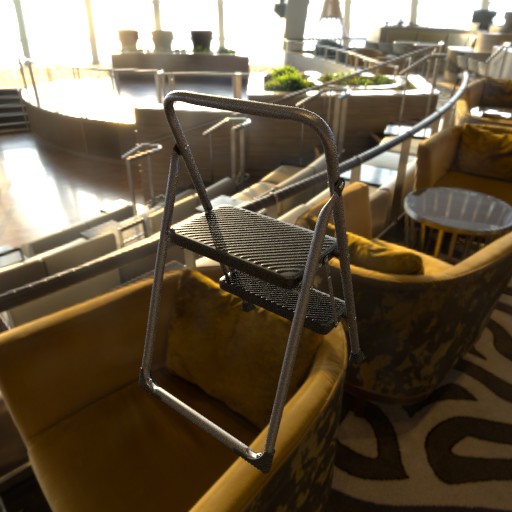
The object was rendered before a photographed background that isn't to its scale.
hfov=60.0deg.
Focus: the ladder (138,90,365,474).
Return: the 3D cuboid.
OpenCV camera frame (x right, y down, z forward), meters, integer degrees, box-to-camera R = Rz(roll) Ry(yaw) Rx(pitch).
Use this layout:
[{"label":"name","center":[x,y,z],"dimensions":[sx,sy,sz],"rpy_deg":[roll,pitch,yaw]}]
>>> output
[{"label":"ladder","center":[0.000,0.000,1.031],"dimensions":[0.430,0.720,0.472],"rpy_deg":[21,36,32]}]
